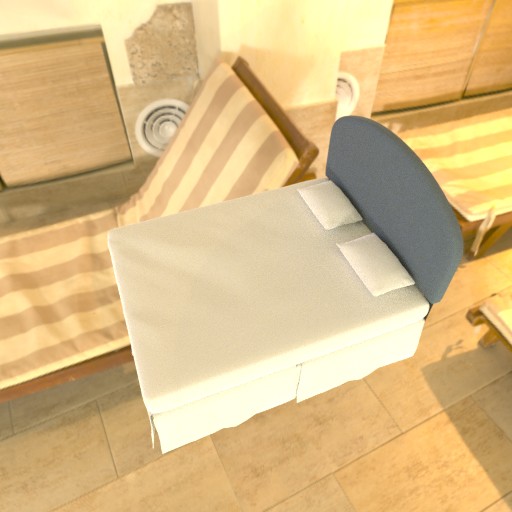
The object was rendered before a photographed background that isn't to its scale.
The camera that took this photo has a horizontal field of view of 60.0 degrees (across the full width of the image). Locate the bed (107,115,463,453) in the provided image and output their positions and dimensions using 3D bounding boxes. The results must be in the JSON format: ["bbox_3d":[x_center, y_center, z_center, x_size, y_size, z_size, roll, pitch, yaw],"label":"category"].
[{"bbox_3d":[0.000,0.000,3.081,2.005,1.410,1.607,-16,49,-14],"label":"bed"}]
